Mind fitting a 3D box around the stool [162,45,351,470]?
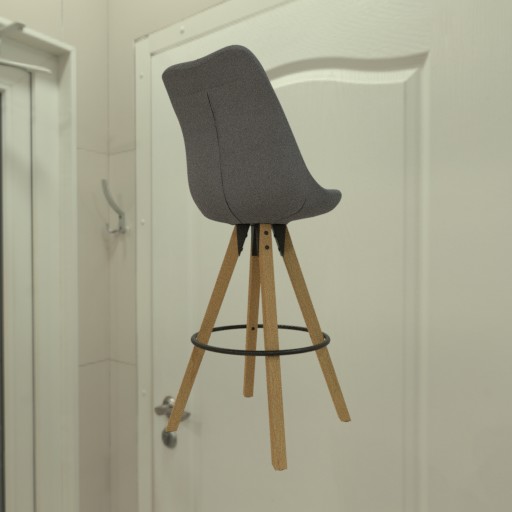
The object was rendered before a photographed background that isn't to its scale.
[{"bbox_3d":[0.000,0.000,1.436,0.485,1.115,0.550,1,1,36],"label":"stool"}]
